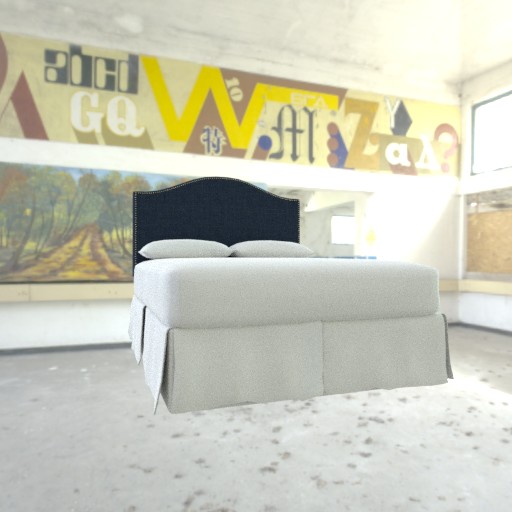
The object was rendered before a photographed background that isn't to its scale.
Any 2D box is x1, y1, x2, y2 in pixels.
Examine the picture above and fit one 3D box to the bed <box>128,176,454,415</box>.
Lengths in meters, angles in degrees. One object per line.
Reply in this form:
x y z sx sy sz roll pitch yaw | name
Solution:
0.000 0.000 3.272 1.725 1.518 2.153 0 0 -20 | bed
